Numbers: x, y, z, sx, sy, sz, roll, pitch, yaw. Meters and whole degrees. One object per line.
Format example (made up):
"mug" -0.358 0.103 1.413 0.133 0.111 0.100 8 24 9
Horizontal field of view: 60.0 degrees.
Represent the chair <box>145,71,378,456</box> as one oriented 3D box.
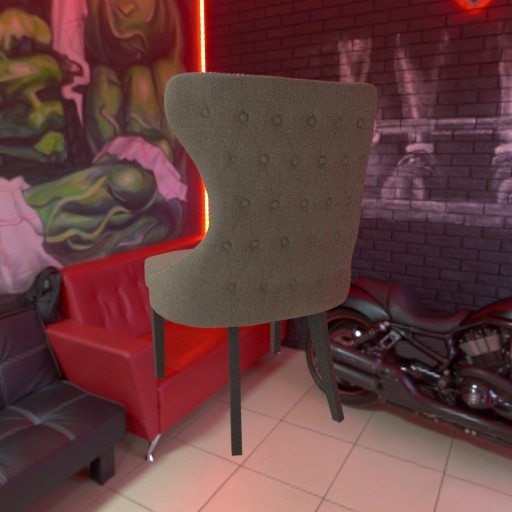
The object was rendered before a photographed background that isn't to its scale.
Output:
"chair" 0.000 0.000 1.364 0.628 0.967 0.635 -6 14 -26
